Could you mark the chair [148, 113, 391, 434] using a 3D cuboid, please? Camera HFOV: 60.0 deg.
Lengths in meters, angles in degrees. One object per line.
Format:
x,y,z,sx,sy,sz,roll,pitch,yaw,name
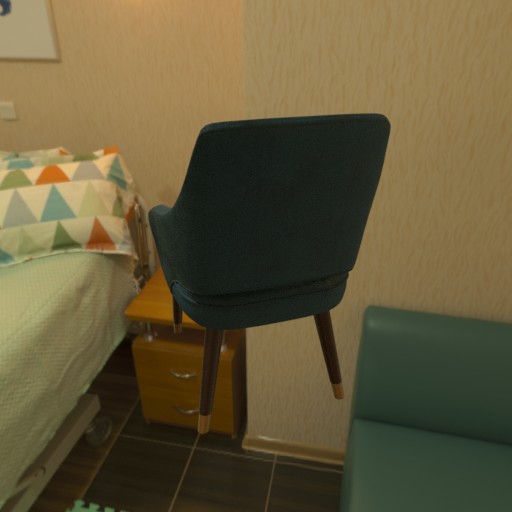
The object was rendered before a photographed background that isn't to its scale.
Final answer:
0.000,0.000,1.581,0.683,1.081,0.794,-8,28,-16,chair
